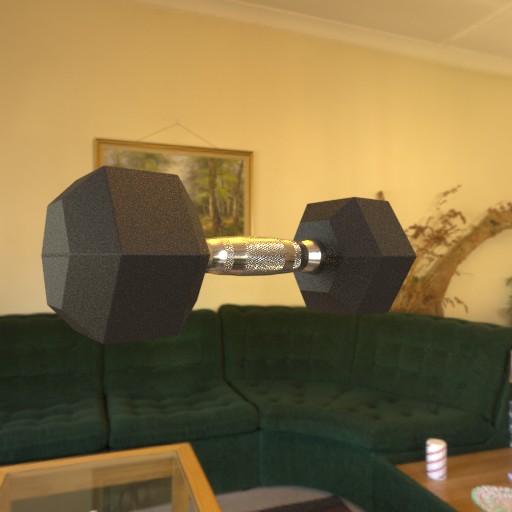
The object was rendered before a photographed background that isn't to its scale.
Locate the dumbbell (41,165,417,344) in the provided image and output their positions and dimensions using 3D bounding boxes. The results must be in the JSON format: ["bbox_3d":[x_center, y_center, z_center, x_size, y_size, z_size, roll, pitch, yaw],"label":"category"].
[{"bbox_3d":[0.000,0.000,0.349,0.297,0.101,0.116,0,-1,-37],"label":"dumbbell"}]
